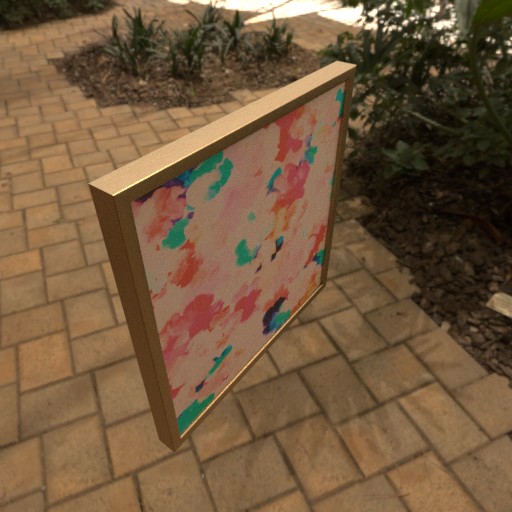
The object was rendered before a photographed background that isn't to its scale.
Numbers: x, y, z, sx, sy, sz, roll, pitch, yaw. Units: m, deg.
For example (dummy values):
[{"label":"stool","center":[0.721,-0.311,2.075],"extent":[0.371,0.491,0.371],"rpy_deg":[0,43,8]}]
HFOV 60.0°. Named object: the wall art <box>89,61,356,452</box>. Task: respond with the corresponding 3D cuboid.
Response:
[{"label":"wall art","center":[0.000,0.000,0.754],"extent":[0.037,0.509,0.510],"rpy_deg":[26,46,27]}]
